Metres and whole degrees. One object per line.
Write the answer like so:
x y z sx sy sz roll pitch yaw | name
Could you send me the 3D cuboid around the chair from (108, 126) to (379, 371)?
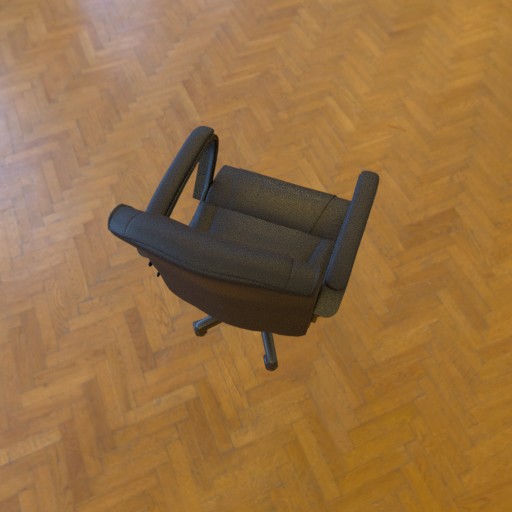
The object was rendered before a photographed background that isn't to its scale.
0.000 0.000 1.378 0.576 0.998 0.641 18 62 10 | chair
